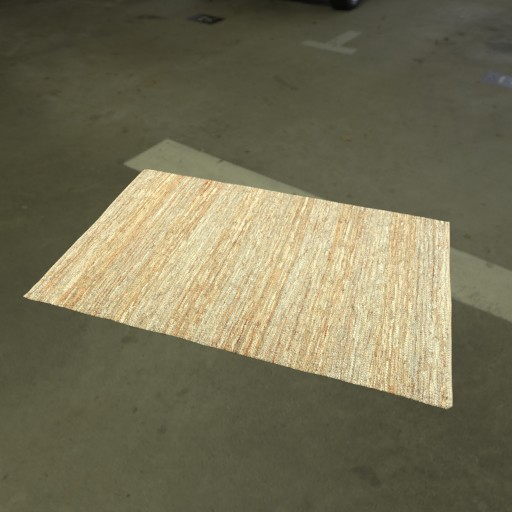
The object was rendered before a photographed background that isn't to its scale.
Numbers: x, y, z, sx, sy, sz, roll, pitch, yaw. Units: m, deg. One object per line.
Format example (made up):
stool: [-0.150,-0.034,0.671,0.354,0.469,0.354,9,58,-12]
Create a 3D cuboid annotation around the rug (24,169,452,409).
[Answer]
rug: [0.000,0.000,2.919,2.446,0.009,1.529,12,44,13]
